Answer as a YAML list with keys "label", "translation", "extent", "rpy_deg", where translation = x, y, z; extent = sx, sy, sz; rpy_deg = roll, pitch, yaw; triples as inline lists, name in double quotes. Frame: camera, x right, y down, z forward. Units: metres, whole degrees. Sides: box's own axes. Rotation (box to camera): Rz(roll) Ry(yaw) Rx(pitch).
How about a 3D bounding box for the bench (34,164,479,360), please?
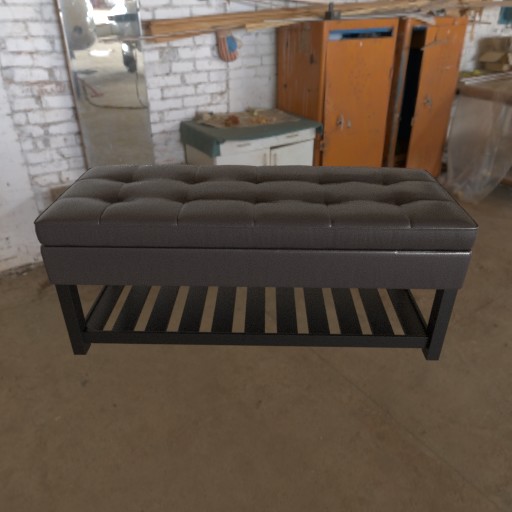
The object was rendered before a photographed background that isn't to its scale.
- label: "bench"
  translation: [0.000, 0.000, 1.365]
  extent: [1.105, 0.460, 0.432]
  rpy_deg: [1, 30, 1]
